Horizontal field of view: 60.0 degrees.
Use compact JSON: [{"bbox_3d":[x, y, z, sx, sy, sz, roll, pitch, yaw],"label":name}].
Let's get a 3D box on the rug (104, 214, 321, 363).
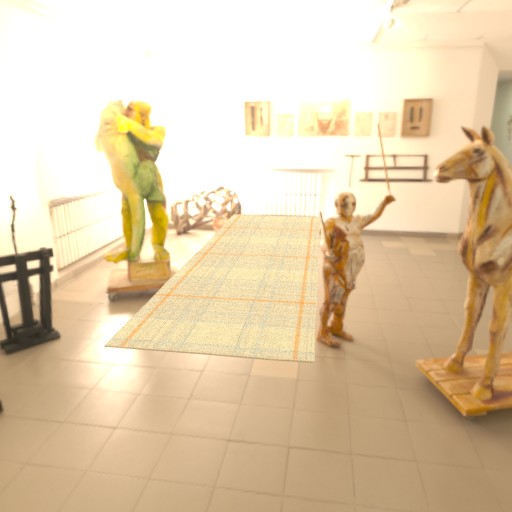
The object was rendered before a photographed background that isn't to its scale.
[{"bbox_3d":[0.000,0.000,2.727,0.770,0.016,2.442,2,17,8],"label":"rug"}]
